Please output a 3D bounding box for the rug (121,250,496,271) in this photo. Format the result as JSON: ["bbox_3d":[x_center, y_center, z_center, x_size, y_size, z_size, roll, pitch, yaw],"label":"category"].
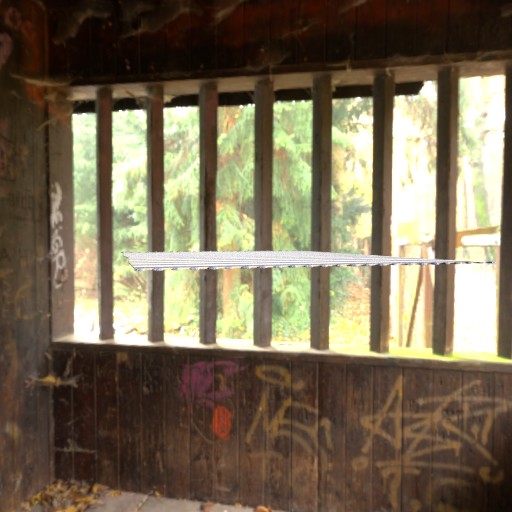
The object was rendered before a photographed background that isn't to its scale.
[{"bbox_3d":[0.000,0.000,4.345,2.471,0.016,3.416,-1,2,-18],"label":"rug"}]
